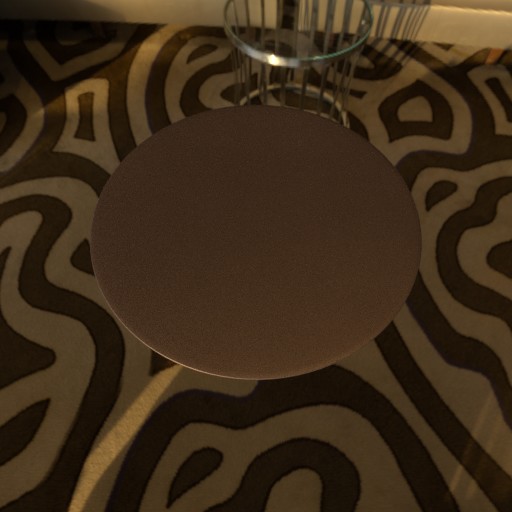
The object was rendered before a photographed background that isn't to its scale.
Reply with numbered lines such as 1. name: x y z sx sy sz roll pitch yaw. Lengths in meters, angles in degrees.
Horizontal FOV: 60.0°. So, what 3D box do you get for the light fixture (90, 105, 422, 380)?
1. light fixture: 0.000 0.000 0.438 0.280 0.135 0.280 0 59 0
